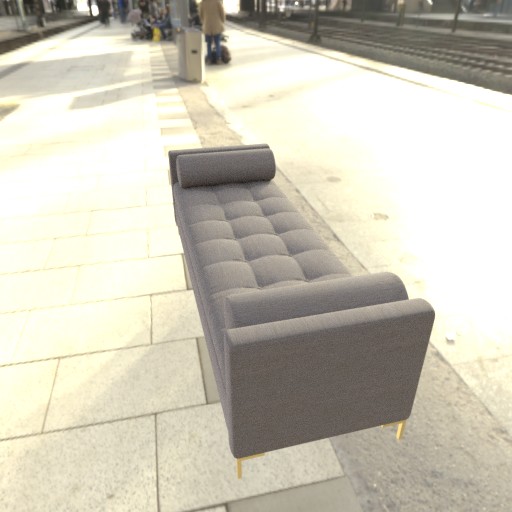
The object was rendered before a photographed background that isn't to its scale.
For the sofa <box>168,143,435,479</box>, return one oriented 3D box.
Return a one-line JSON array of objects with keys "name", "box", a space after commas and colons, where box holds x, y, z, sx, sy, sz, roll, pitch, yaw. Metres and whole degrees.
[{"name": "sofa", "box": [0.000, 0.000, 2.312, 0.686, 0.635, 1.981, -7, 31, -13]}]
